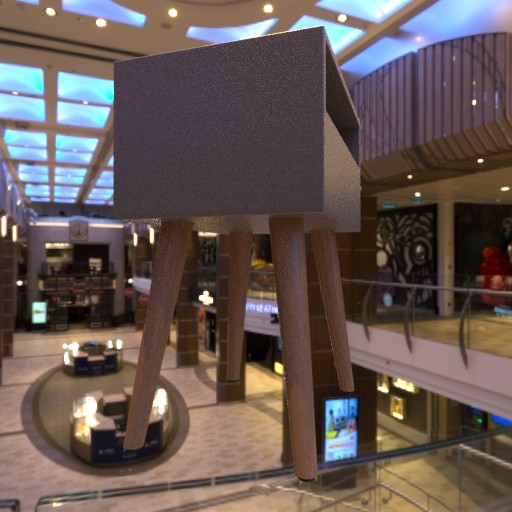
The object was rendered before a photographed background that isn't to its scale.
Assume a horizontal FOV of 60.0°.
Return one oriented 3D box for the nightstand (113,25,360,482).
[{"bbox_3d":[0.000,0.000,0.709,0.288,0.508,0.370,0,0,19],"label":"nightstand"}]
